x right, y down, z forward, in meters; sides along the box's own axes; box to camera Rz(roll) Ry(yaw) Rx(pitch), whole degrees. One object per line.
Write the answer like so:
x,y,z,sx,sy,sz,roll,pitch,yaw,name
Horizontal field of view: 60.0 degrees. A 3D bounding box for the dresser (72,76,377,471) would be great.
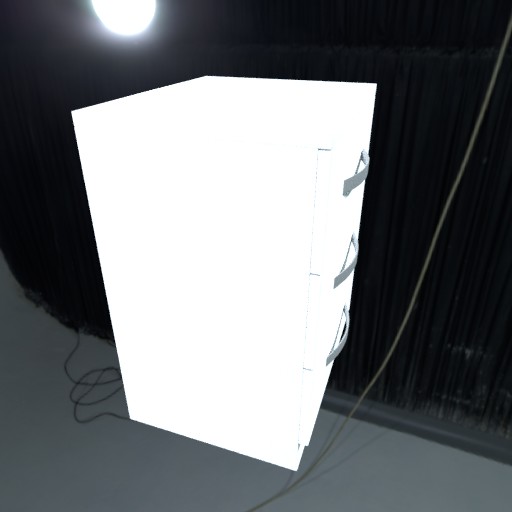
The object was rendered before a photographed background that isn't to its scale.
0.000,0.000,0.814,0.360,0.560,0.400,10,30,17,dresser
